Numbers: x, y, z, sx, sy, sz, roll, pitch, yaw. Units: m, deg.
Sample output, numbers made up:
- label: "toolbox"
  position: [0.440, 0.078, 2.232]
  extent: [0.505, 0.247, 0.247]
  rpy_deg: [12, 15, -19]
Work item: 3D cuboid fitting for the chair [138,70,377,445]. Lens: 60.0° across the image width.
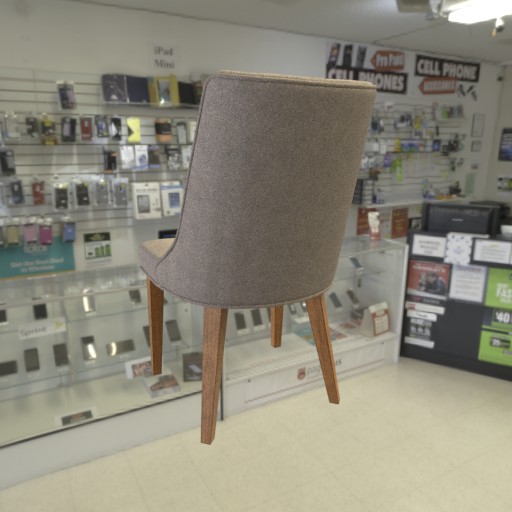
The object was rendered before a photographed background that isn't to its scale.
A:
- label: "chair"
  position: [0.000, 0.000, 1.277]
  extent: [0.548, 0.916, 0.636]
  rpy_deg: [-7, 16, -26]
